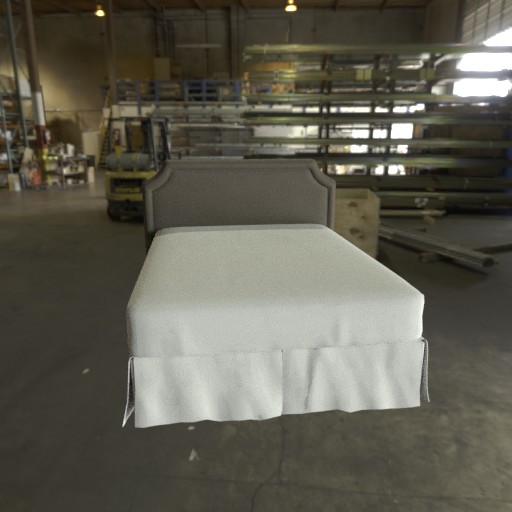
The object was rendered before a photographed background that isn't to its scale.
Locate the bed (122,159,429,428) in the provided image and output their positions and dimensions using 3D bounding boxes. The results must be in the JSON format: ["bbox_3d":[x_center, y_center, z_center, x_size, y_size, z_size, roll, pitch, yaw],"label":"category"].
[{"bbox_3d":[0.000,0.000,3.268,1.831,1.297,2.181,-2,15,-7],"label":"bed"}]
